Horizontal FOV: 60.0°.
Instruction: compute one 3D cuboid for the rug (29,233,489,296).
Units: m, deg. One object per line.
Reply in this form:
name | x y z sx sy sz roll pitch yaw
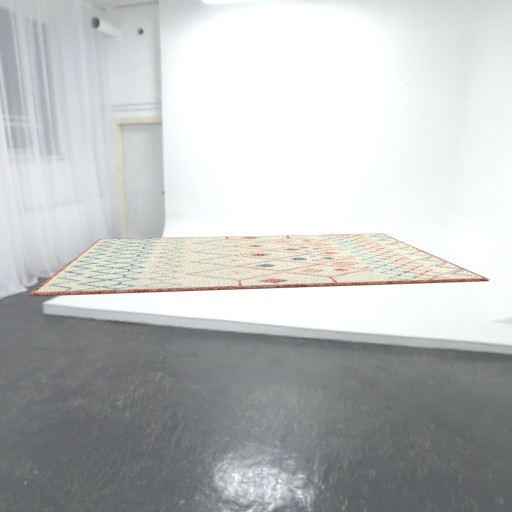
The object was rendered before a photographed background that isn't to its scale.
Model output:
rug | 0.000 0.000 3.064 2.438 0.015 1.524 -1 13 -6
